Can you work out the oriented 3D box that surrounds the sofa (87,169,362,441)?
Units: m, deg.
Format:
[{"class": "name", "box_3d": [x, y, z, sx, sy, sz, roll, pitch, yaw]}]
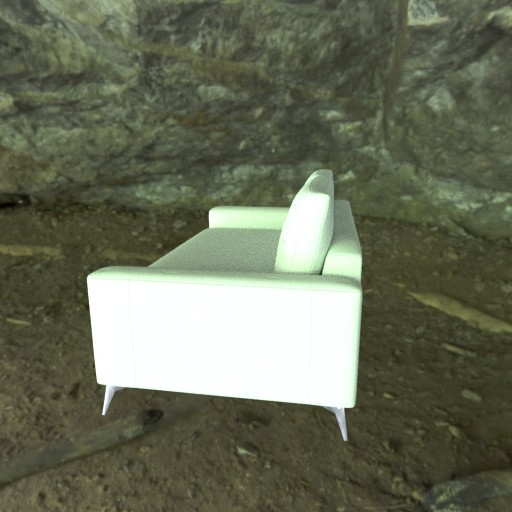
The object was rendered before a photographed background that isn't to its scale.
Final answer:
[{"class": "sofa", "box_3d": [0.000, 0.000, 2.184, 0.920, 0.790, 1.650, 2, 14, 9]}]
